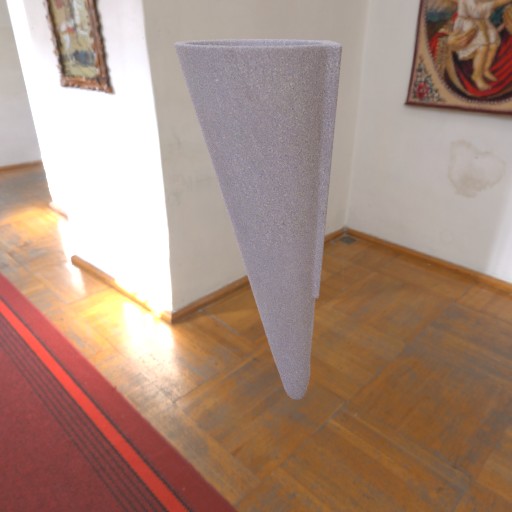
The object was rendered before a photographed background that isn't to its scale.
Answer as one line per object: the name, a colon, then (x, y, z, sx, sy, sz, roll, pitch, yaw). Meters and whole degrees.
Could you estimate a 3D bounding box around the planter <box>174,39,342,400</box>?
planter: (0.000, 0.000, 0.298, 0.087, 0.259, 0.078, 0, 28, 0)
